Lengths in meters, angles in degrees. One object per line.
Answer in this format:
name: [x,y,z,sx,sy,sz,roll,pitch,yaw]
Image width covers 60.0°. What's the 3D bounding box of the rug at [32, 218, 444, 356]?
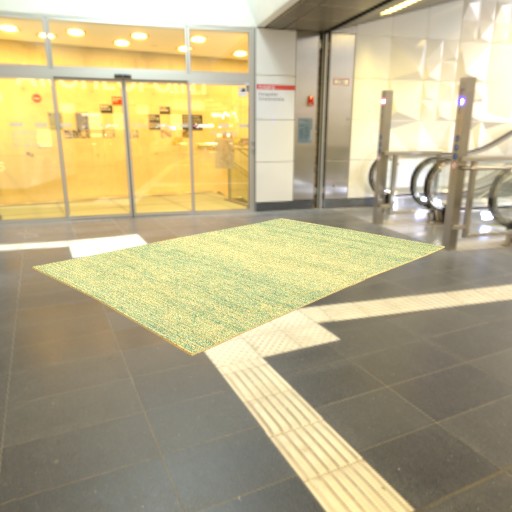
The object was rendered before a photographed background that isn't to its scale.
rug: [0.000,0.000,2.968,1.593,0.029,2.305,15,21,43]
